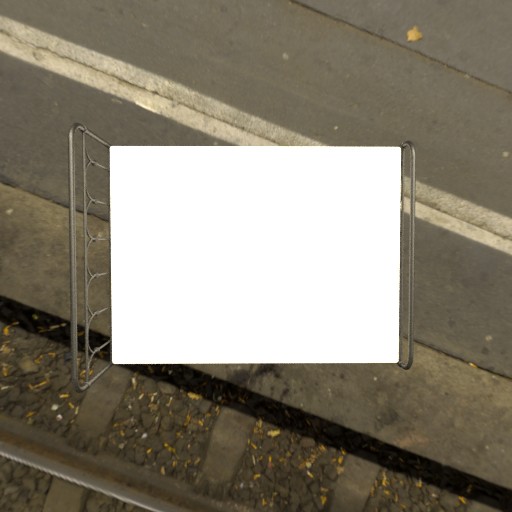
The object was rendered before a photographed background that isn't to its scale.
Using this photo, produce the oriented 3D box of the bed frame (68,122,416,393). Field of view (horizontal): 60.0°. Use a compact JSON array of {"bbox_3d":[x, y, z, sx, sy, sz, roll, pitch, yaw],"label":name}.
[{"bbox_3d":[0.000,0.000,3.196,2.203,1.276,1.664,0,92,-1],"label":"bed frame"}]
